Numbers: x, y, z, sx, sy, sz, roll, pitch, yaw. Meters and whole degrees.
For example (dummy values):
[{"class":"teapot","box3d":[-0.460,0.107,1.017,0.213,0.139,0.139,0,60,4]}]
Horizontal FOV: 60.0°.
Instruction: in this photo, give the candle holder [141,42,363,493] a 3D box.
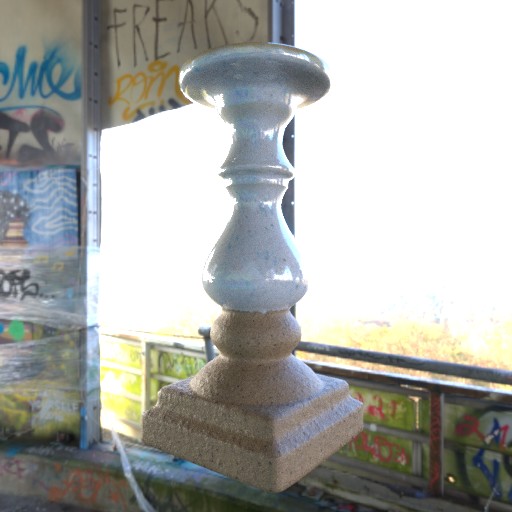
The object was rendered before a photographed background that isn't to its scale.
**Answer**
[{"class":"candle holder","box3d":[0.000,0.000,0.296,0.110,0.239,0.110,0,0,37]}]
